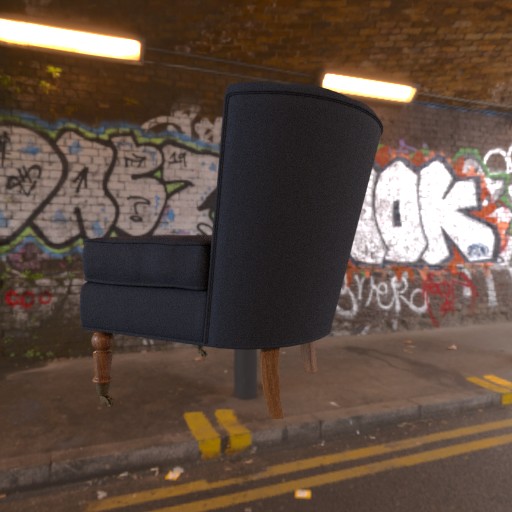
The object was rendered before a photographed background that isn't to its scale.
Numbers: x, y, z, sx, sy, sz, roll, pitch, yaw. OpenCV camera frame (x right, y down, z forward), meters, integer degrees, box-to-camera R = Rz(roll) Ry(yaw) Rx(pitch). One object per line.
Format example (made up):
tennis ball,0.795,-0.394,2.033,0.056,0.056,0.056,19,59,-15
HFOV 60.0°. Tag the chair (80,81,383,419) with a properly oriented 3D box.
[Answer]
chair,0.000,0.000,1.304,0.718,0.771,0.740,0,1,19
